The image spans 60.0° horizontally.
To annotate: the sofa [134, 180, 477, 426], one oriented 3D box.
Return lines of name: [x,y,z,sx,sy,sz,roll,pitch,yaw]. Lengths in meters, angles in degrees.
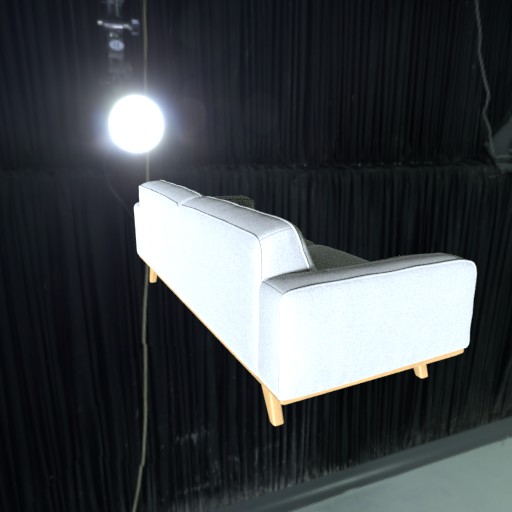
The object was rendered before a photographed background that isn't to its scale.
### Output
sofa: [0.000,0.000,2.626,0.956,0.781,2.270,-8,17,-26]
